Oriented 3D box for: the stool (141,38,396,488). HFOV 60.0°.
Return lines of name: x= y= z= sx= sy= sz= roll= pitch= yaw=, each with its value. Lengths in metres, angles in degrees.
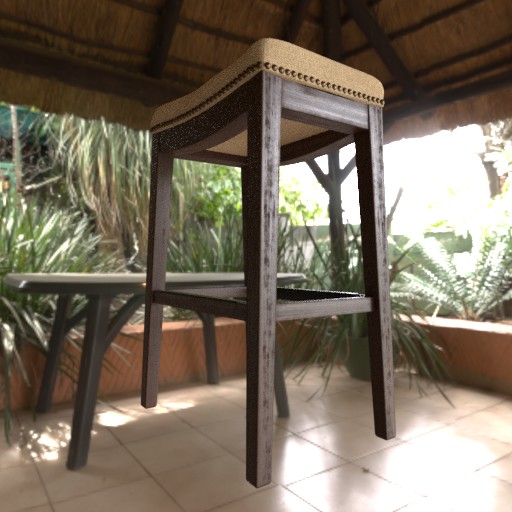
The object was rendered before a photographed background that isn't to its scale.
stool: x=0.000 y=0.000 z=1.036 sx=0.363 sy=0.768 sz=0.509 roll=0 pitch=-1 yaw=-36
